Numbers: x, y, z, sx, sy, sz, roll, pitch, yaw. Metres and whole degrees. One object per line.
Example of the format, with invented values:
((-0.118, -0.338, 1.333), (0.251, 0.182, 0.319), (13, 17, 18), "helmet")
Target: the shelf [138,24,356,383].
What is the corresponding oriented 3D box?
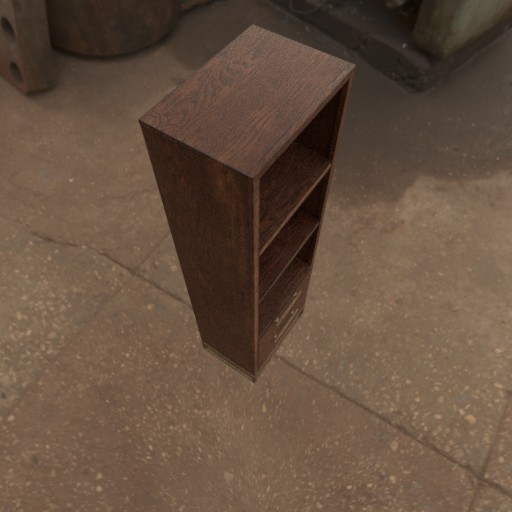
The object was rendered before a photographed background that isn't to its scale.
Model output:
((0.000, 0.000, 1.971), (0.395, 1.732, 0.539), (30, 63, 17), "shelf")
